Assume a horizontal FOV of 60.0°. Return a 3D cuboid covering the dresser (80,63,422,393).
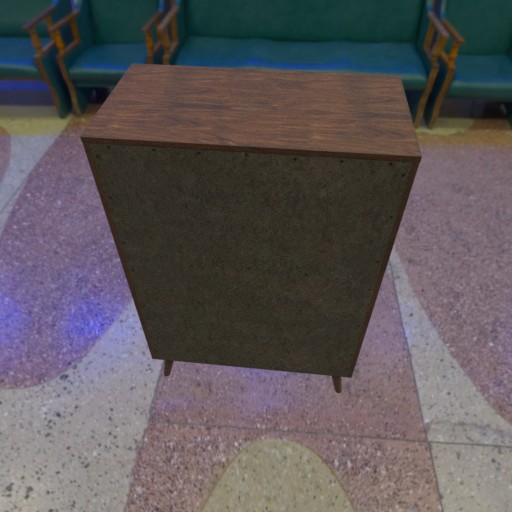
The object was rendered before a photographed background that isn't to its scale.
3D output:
[{"bbox_3d":[0.000,0.000,1.847,0.919,1.365,0.498,4,46,4],"label":"dresser"}]
